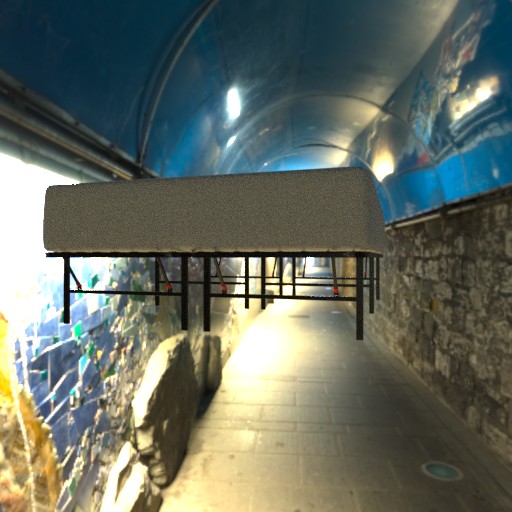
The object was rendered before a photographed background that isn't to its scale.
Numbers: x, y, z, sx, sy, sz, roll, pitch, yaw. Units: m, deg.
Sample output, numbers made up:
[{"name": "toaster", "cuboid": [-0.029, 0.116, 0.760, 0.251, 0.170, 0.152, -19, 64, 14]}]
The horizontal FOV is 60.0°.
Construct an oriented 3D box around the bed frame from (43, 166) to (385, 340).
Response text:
[{"name": "bed frame", "cuboid": [0.000, 0.000, 2.823, 1.528, 0.677, 2.037, 0, 0, 18]}]
